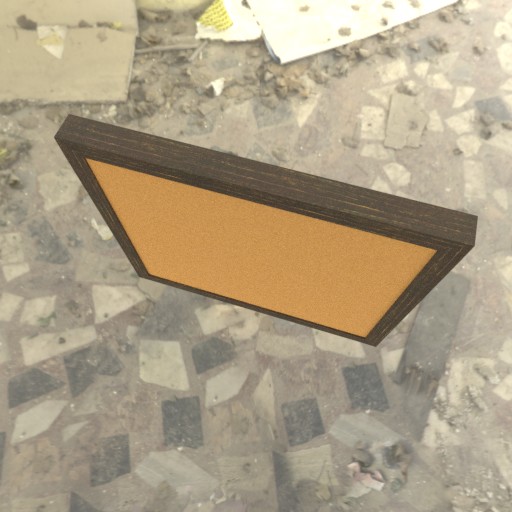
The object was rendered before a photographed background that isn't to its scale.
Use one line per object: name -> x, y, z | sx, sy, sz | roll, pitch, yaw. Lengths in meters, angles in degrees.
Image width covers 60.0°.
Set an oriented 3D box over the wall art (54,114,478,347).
wall art -> 0.000, 0.000, 0.539 | 0.381, 0.330, 0.031 | 16, 65, 7
